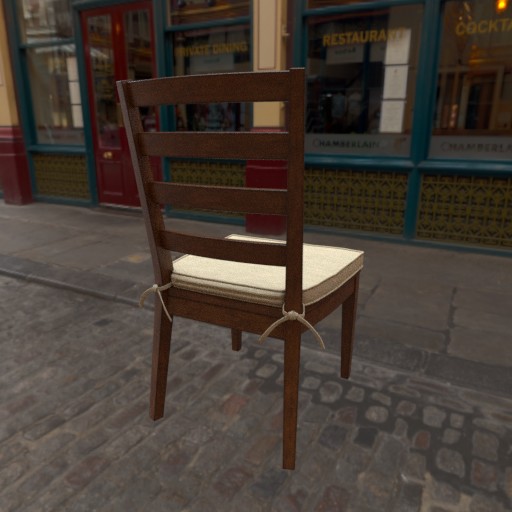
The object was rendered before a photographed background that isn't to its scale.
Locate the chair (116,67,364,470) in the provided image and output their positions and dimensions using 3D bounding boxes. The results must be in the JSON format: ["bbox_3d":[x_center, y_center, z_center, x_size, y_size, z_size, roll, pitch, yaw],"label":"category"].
[{"bbox_3d":[0.000,0.000,1.352,0.593,0.979,0.595,8,17,27],"label":"chair"}]
